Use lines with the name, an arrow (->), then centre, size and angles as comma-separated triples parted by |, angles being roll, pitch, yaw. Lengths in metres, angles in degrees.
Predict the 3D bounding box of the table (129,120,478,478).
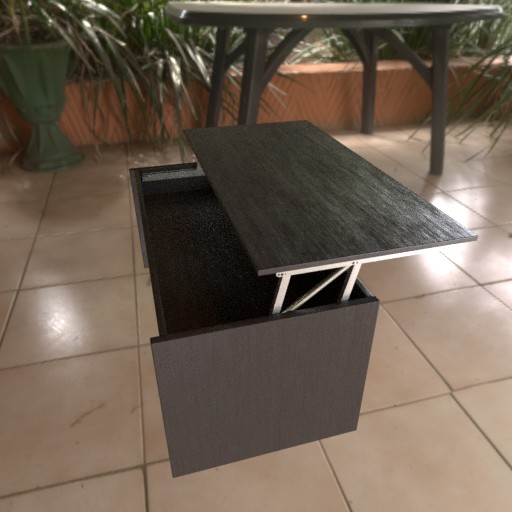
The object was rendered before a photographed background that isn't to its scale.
table -> 0.000, 0.000, 1.429 | 0.712, 0.570, 1.000 | -9, 32, -14
